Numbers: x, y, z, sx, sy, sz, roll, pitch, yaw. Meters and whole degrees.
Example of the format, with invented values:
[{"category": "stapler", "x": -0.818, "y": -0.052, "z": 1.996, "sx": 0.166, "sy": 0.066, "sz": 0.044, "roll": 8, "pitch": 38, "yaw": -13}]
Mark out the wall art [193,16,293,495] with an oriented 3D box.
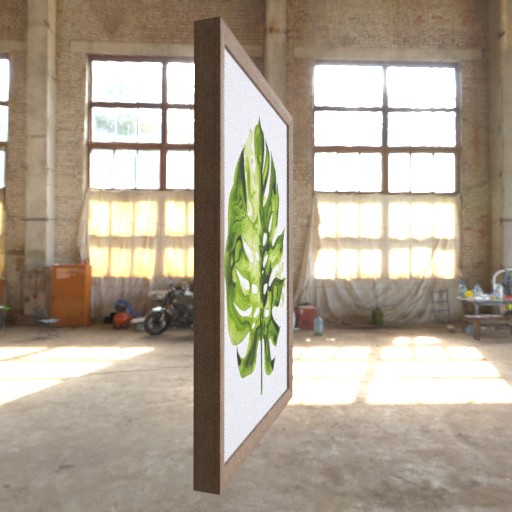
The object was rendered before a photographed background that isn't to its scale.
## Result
[{"category": "wall art", "x": 0.000, "y": 0.000, "z": 0.644, "sx": 0.031, "sy": 0.509, "sz": 0.356, "roll": 0, "pitch": -1, "yaw": 17}]
